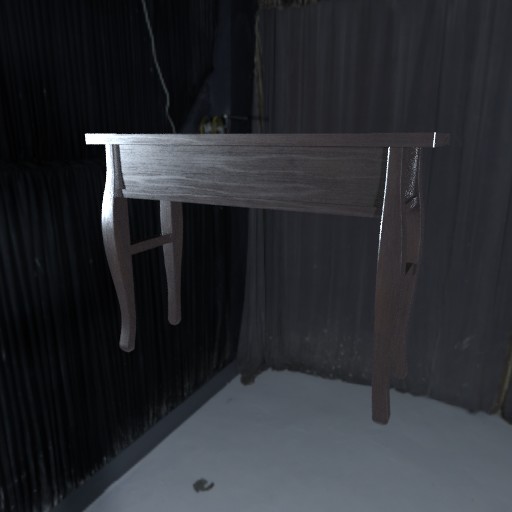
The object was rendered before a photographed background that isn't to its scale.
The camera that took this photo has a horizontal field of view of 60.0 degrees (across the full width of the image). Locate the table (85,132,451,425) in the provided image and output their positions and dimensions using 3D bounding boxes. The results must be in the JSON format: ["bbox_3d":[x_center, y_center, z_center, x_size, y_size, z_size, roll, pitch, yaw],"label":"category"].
[{"bbox_3d":[0.000,0.000,1.446,1.062,0.768,0.373,8,17,27],"label":"table"}]
